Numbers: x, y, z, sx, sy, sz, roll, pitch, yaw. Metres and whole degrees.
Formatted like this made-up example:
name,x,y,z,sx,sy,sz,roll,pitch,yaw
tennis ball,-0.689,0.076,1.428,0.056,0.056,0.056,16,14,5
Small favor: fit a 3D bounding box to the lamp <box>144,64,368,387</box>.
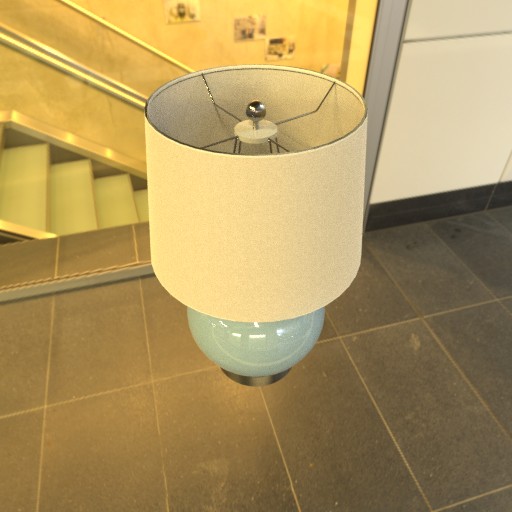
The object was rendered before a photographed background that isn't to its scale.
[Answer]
name,x,y,z,sx,sy,sz,roll,pitch,yaw
lamp,0.000,0.000,0.542,0.247,0.387,0.247,0,42,0
